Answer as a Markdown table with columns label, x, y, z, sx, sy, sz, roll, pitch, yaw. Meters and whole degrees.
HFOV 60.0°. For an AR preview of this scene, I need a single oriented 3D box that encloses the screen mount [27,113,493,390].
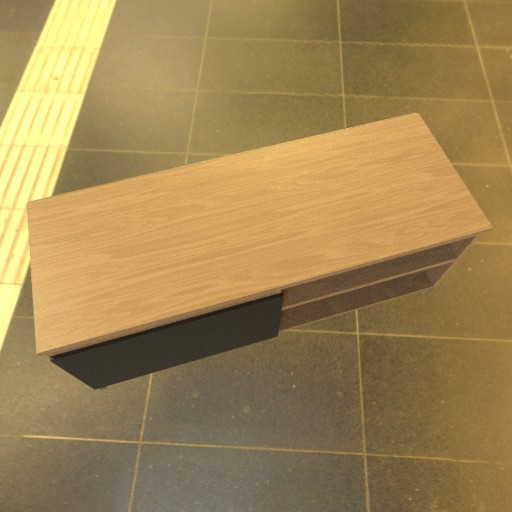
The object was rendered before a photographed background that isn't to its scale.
| label | x | y | z | sx | sy | sz | roll | pitch | yaw |
| --- | --- | --- | --- | --- | --- | --- | --- | --- | --- |
| screen mount | 0.000 | 0.000 | 1.285 | 1.084 | 0.432 | 0.406 | -15 | 63 | -8 |
